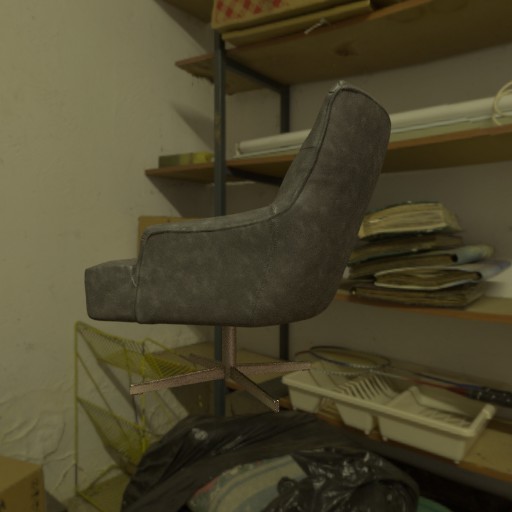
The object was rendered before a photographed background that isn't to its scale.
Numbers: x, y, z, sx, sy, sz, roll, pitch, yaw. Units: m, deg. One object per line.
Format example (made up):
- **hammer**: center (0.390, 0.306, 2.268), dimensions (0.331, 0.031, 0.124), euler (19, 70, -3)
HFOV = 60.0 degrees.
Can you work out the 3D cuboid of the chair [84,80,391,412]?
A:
- **chair**: center (0.000, 0.000, 1.502), dimensions (0.874, 0.870, 0.738), euler (0, 1, 18)
